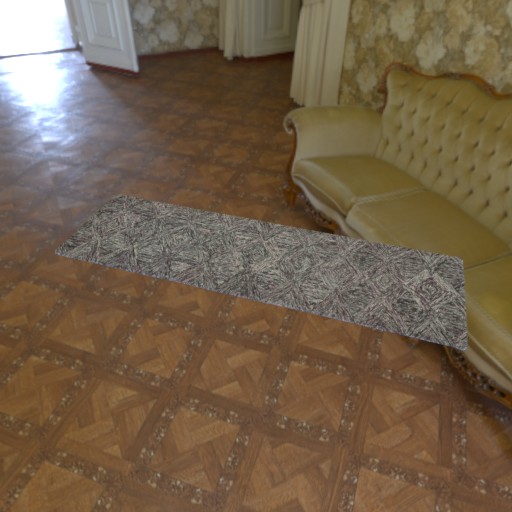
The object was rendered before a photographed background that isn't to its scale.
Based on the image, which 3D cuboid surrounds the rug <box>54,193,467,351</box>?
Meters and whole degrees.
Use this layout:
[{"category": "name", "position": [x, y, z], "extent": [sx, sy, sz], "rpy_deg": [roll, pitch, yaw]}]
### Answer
[{"category": "rug", "position": [0.000, 0.000, 2.597], "extent": [2.305, 0.013, 0.719], "rpy_deg": [12, 41, 14]}]
